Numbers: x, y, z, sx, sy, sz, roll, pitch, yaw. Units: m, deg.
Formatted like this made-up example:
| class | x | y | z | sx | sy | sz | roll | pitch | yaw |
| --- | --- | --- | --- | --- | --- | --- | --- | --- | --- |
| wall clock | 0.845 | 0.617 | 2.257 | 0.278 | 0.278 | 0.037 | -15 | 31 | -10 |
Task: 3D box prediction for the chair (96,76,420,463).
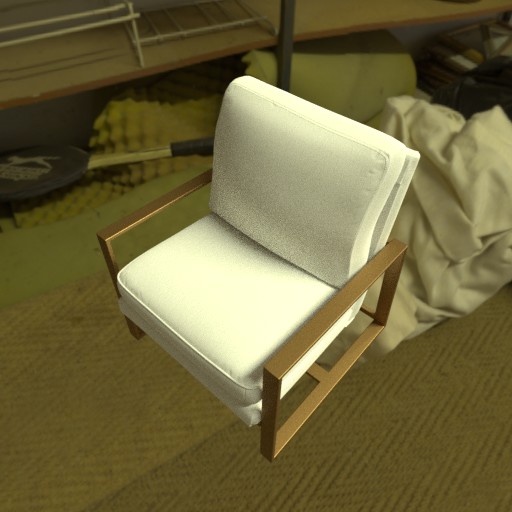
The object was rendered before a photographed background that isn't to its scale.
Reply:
| class | x | y | z | sx | sy | sz | roll | pitch | yaw |
| --- | --- | --- | --- | --- | --- | --- | --- | --- | --- |
| chair | 0.000 | 0.000 | 1.569 | 0.805 | 0.966 | 0.813 | 33 | 55 | 27 |
